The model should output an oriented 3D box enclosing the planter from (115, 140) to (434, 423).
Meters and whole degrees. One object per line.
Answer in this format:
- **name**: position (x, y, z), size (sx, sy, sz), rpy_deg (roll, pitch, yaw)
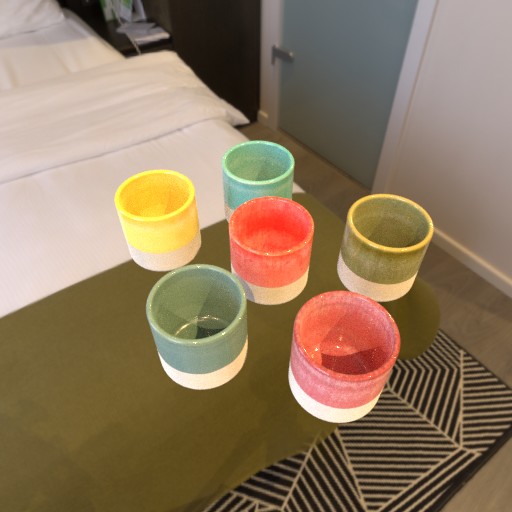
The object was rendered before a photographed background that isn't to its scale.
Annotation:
- **planter**: position (0.000, 0.000, 0.414), size (0.286, 0.075, 0.257), rpy_deg (17, 50, 16)
